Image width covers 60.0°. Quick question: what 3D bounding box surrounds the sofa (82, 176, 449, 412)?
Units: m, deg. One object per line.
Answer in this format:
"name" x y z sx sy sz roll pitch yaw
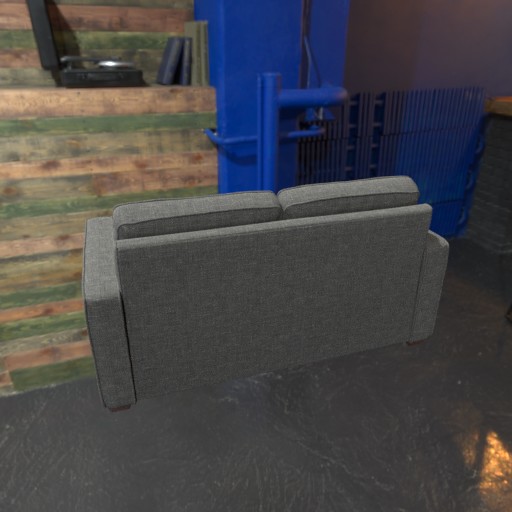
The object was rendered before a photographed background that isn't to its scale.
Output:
"sofa" 0.000 0.000 2.362 1.709 0.918 0.947 -8 26 -16
